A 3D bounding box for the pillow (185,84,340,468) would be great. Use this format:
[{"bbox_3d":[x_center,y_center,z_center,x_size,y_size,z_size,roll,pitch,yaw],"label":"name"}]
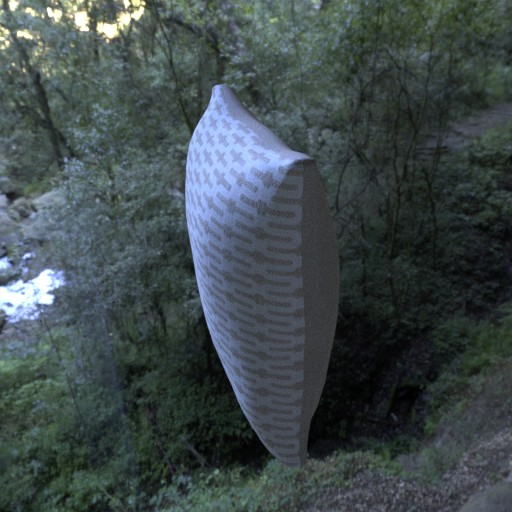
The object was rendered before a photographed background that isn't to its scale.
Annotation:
[{"bbox_3d":[0.000,0.000,0.766,0.219,0.491,0.496,-7,30,-12],"label":"pillow"}]
